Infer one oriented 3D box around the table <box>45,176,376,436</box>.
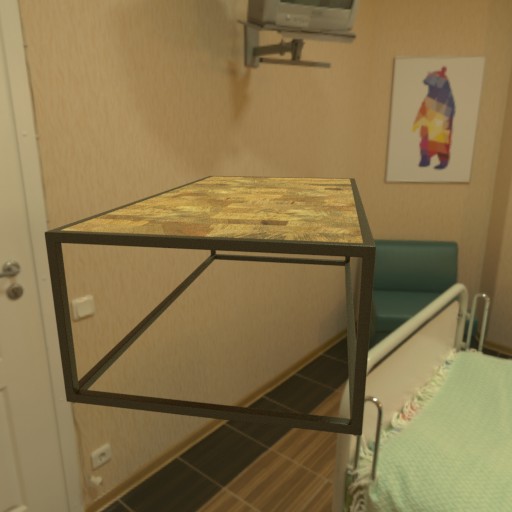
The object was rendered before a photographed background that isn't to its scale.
[{"bbox_3d":[0.000,0.000,1.457,0.649,0.398,1.199,3,16,10],"label":"table"}]
